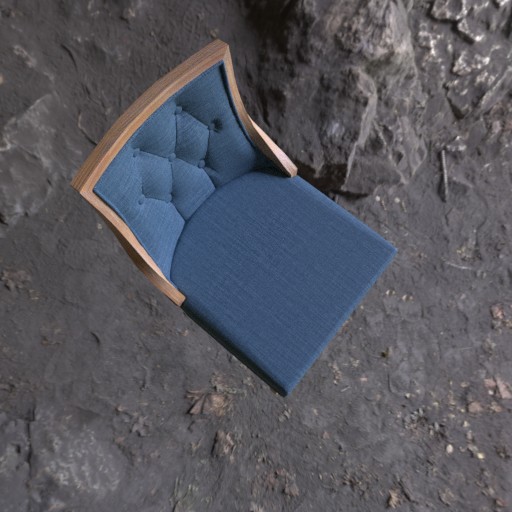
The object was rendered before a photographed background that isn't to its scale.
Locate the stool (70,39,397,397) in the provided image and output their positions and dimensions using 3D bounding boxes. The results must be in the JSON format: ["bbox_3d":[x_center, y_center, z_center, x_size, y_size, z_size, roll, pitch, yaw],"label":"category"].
[{"bbox_3d":[0.000,0.000,1.291,0.626,0.938,0.524,38,78,10],"label":"stool"}]
